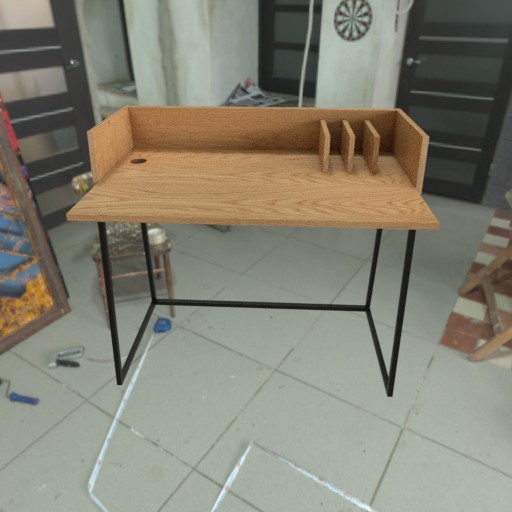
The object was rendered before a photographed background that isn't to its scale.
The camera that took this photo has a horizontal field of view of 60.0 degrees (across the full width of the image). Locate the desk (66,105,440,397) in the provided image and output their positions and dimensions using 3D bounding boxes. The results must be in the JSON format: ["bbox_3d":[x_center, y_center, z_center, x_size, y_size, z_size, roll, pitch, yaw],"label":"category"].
[{"bbox_3d":[0.000,0.000,1.865,1.191,1.061,0.769,2,30,3],"label":"desk"}]
